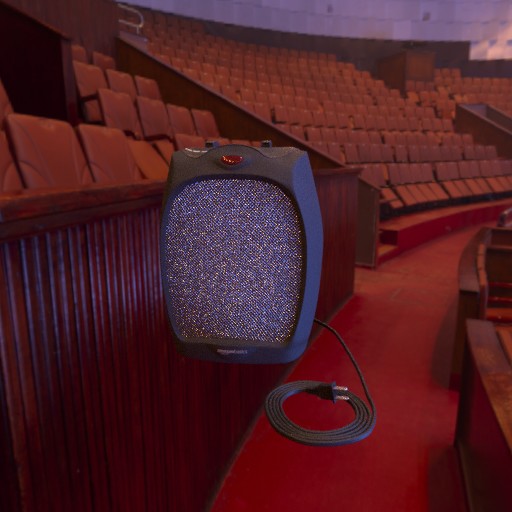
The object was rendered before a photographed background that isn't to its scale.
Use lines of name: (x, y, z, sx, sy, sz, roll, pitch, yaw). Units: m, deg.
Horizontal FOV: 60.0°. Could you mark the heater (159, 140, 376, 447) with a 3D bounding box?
heater: (0.000, 0.000, 0.469, 0.239, 0.240, 0.291, 2, 13, 8)
